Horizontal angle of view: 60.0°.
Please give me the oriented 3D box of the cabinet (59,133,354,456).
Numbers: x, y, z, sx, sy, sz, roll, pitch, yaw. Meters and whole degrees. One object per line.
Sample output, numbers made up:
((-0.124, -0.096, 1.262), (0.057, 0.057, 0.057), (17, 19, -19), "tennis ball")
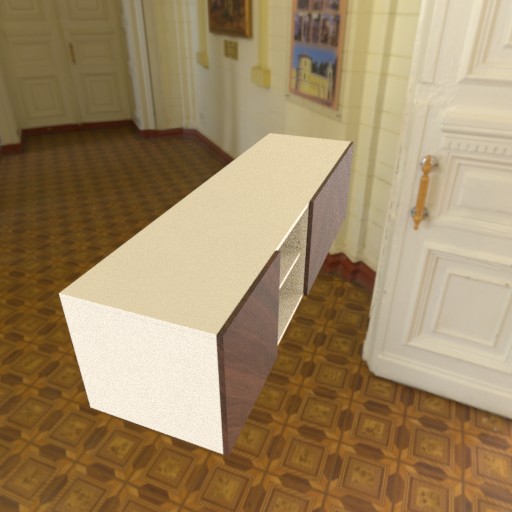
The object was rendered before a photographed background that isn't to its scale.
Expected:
((0.000, 0.000, 1.727), (0.431, 0.533, 1.499), (11, 33, 18), "cabinet")
